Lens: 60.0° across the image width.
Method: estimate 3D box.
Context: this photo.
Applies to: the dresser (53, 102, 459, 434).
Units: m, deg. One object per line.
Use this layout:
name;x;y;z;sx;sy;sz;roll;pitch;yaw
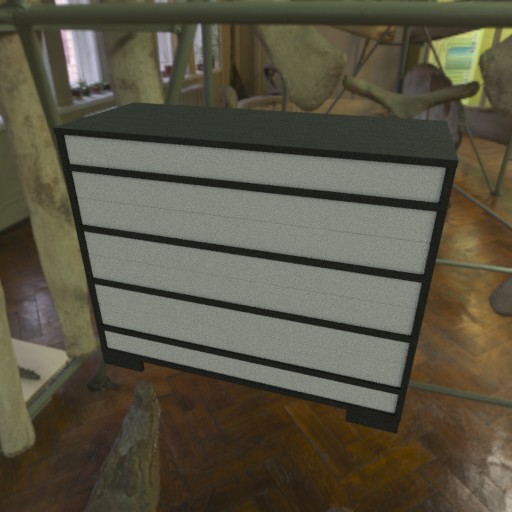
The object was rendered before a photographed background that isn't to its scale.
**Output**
dresser;0.000;0.000;1.397;0.994;0.816;0.404;9;30;15
